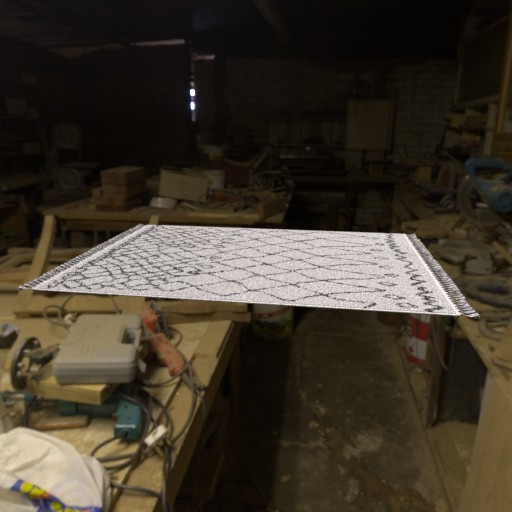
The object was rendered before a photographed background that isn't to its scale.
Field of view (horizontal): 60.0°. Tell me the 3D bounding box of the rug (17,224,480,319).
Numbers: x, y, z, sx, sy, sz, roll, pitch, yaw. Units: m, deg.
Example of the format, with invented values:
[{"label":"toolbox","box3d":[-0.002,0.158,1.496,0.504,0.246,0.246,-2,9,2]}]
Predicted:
[{"label":"rug","box3d":[0.000,0.000,2.945,2.312,0.017,1.613,3,17,9]}]
